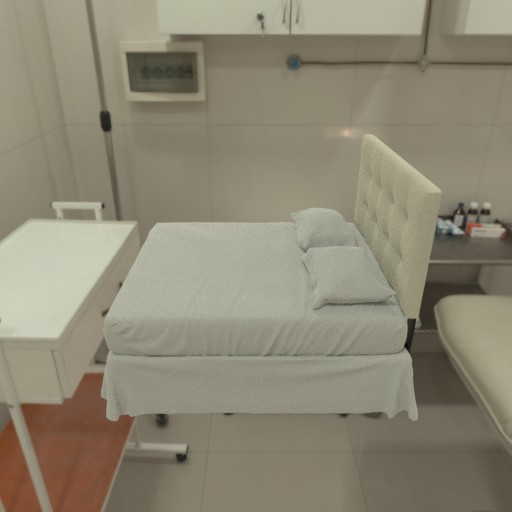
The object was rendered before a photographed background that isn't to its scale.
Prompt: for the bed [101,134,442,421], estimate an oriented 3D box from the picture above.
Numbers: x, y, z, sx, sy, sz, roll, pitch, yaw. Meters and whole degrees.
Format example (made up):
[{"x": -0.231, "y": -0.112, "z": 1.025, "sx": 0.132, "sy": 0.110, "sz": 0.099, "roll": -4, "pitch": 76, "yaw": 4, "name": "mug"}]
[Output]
[{"x": 0.000, "y": 0.000, "z": 3.483, "sx": 2.222, "sy": 1.577, "sz": 1.936, "roll": 0, "pitch": 26, "yaw": 0, "name": "bed"}]
